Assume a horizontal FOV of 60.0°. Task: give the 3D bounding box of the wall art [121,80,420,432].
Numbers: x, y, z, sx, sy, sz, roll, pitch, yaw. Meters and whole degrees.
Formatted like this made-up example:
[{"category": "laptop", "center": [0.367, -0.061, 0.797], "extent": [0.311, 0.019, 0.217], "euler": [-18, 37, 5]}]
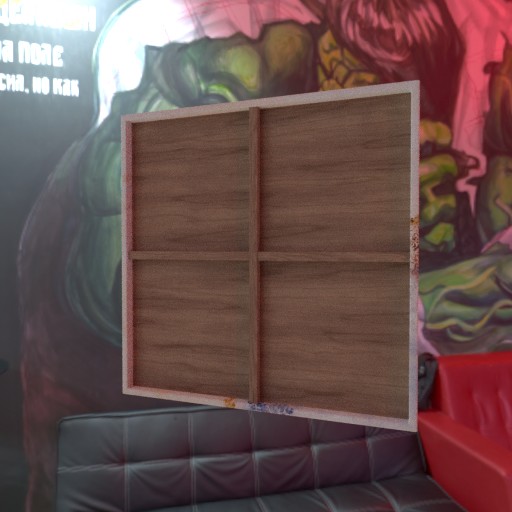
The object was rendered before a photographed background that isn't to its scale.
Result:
[{"category": "wall art", "center": [0.000, 0.000, 1.542], "extent": [1.061, 1.061, 0.071], "euler": [0, 1, 20]}]
